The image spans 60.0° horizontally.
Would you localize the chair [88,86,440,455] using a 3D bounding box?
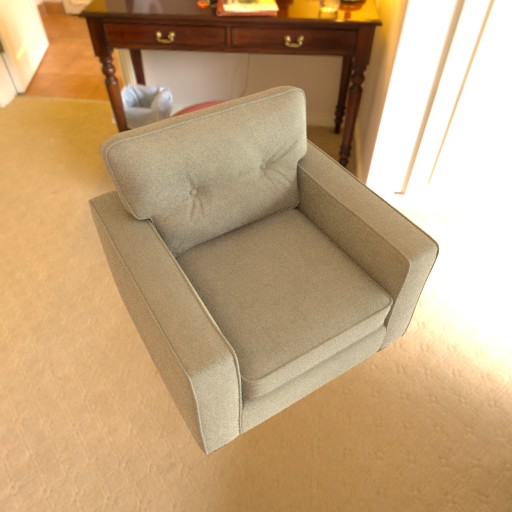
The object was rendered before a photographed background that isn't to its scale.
[{"bbox_3d":[0.000,0.000,1.765,1.015,0.965,0.939,-24,51,-21],"label":"chair"}]
